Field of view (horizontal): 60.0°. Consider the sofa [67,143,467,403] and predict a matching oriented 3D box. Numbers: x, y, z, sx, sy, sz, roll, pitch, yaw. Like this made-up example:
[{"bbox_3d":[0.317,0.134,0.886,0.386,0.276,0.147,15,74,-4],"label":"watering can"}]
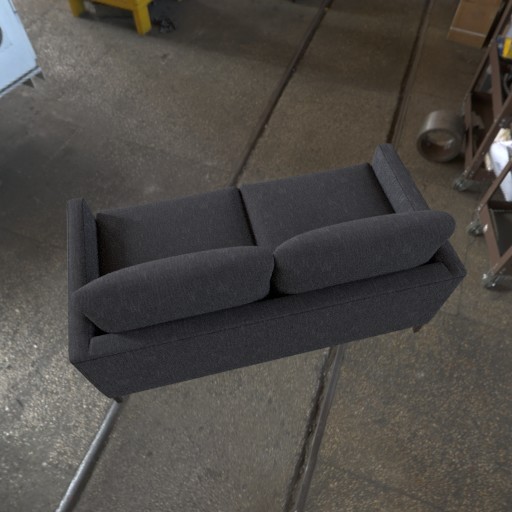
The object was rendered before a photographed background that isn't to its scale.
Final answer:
[{"bbox_3d":[0.000,0.000,2.191,1.716,0.862,0.866,-12,57,-8],"label":"sofa"}]
